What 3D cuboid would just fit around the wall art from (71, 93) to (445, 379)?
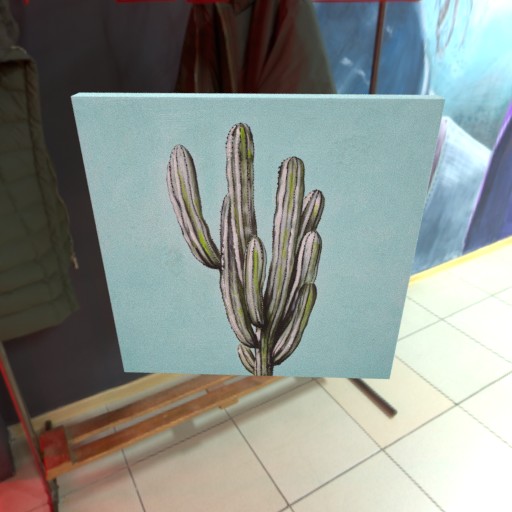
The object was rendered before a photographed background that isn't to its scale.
[{"bbox_3d":[0.000,0.000,0.874,0.603,0.603,0.036,1,29,2],"label":"wall art"}]
